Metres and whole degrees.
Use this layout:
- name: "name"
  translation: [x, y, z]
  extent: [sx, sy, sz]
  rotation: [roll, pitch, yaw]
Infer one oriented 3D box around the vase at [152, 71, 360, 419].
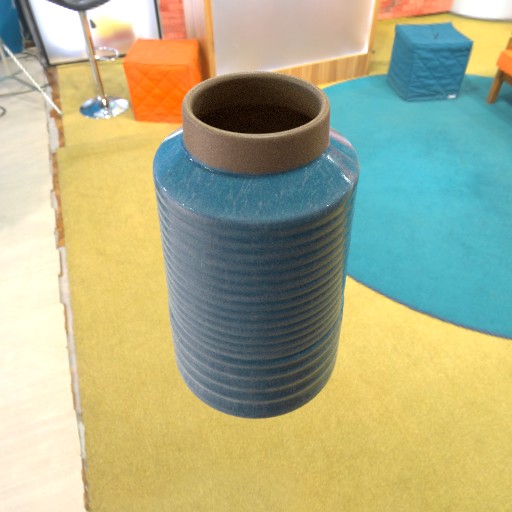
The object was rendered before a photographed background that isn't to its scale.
- name: "vase"
  translation: [0.000, 0.000, 0.364]
  extent: [0.163, 0.267, 0.163]
  rotation: [0, 45, 0]
